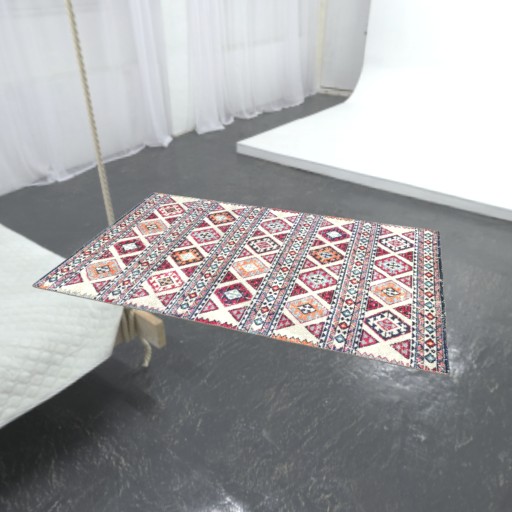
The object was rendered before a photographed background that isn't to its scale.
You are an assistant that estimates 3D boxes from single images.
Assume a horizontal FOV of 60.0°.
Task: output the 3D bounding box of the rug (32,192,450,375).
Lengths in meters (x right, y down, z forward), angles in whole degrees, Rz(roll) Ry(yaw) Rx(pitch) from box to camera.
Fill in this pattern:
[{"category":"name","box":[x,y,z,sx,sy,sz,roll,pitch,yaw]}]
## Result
[{"category":"rug","box":[0.000,0.000,3.049,2.440,0.010,1.545,9,32,15]}]
